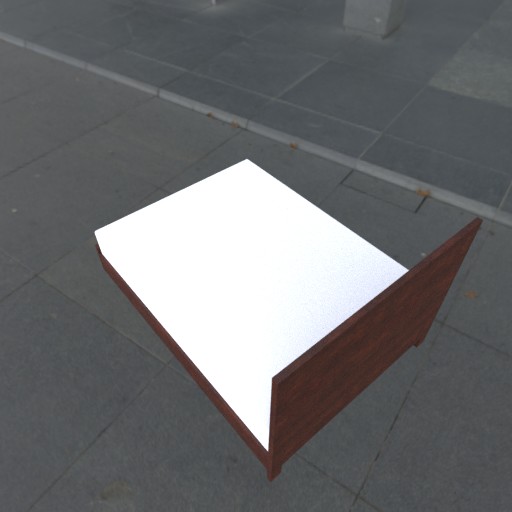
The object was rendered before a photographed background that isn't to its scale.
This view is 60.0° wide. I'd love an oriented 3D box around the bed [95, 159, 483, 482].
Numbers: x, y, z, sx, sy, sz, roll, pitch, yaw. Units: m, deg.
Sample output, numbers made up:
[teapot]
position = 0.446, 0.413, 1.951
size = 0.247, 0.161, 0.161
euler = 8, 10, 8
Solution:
[bed]
position = 0.000, 0.000, 3.246
size = 1.600, 1.270, 2.184
euler = -31, 54, -26
